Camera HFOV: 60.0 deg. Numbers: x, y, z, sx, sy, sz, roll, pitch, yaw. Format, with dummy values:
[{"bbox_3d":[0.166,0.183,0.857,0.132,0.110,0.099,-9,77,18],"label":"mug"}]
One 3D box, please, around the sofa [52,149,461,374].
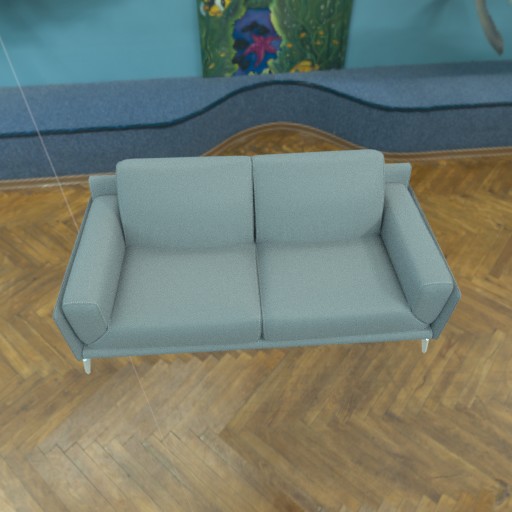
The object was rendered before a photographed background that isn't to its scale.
[{"bbox_3d":[0.000,0.000,2.628,2.100,0.900,0.969,-3,47,-3],"label":"sofa"}]
